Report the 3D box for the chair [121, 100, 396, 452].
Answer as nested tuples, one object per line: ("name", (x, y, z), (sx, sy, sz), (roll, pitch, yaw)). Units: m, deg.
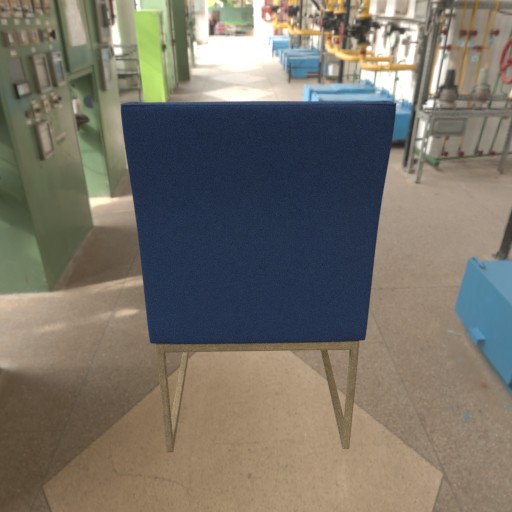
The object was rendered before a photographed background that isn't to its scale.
("chair", (0.000, 0.000, 1.165), (0.508, 0.863, 0.522), (-1, 29, -1))
